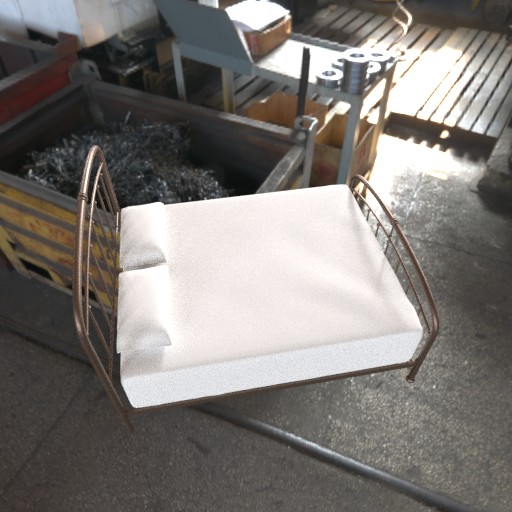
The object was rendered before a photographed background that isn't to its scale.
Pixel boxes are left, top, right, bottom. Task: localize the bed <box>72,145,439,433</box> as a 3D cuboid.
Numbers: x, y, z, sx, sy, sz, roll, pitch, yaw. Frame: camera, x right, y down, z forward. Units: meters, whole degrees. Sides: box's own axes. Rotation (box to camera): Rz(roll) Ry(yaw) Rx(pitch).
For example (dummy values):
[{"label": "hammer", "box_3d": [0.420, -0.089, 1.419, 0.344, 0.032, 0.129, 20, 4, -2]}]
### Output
[{"label": "bed", "box_3d": [0.000, 0.000, 3.294, 2.168, 1.475, 1.711, -8, 47, -7]}]
